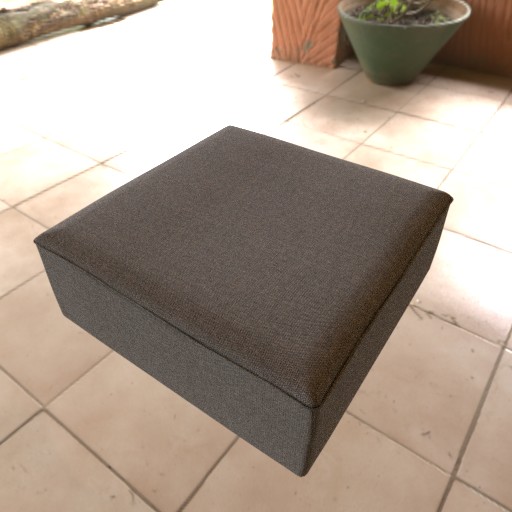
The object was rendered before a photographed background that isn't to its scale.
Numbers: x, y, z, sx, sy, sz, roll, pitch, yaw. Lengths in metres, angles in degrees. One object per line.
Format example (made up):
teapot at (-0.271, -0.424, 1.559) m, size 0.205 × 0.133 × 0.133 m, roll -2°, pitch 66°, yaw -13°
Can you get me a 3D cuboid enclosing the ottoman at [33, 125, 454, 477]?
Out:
ottoman at (0.000, 0.000, 1.562) m, size 1.023 × 0.423 × 1.017 m, roll 25°, pitch 47°, yaw 26°
